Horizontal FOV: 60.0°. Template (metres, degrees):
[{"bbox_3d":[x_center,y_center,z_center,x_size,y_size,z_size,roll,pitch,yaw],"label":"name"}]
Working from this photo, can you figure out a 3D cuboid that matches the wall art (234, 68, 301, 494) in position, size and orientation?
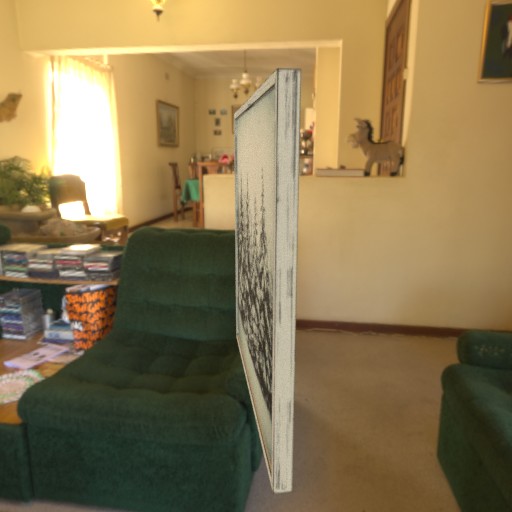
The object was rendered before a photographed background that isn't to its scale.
[{"bbox_3d":[0.000,0.000,1.131,0.037,0.761,0.761,-2,13,-8],"label":"wall art"}]
